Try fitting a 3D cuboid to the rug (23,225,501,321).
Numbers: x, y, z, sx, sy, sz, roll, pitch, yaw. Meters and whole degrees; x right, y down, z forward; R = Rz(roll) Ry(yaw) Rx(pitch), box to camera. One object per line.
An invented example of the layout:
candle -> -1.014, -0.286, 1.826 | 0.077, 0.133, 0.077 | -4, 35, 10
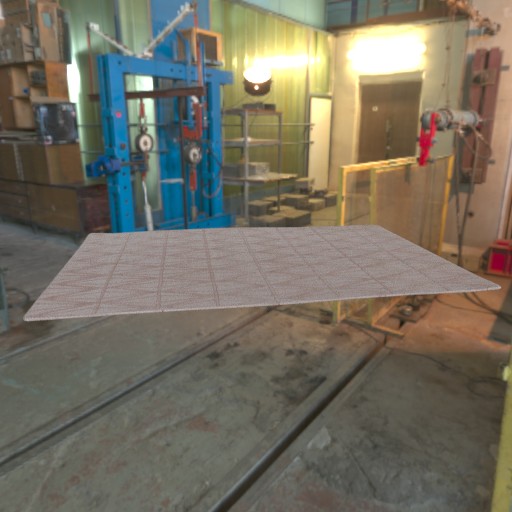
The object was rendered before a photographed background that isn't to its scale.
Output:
rug -> 0.000, 0.000, 2.239 | 1.837, 0.025, 1.230 | -3, 17, -9
